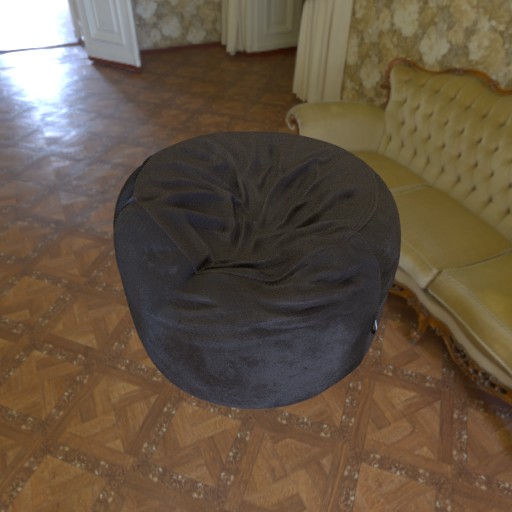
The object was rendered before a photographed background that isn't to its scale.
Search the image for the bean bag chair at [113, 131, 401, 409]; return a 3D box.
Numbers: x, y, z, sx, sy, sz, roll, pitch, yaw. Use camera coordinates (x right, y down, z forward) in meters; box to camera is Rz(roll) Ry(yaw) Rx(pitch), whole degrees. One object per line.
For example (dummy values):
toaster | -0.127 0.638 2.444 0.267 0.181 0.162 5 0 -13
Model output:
bean bag chair | 0.000 0.000 1.525 0.918 0.605 0.918 0 40 0
